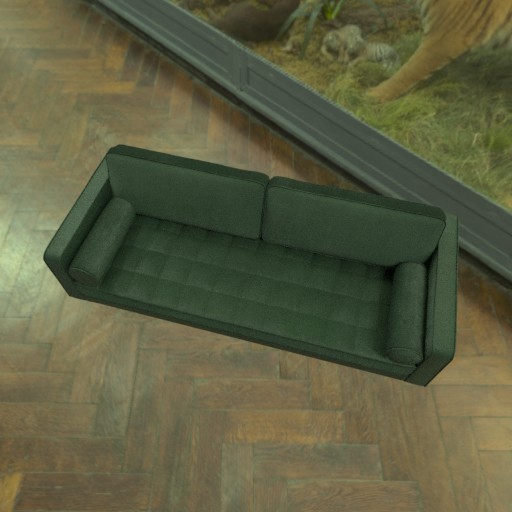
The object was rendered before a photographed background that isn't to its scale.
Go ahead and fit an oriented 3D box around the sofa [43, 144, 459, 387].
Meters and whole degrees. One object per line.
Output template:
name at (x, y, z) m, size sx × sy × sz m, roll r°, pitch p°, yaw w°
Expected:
sofa at (0.000, 0.000, 2.630) m, size 2.199 × 0.769 × 0.918 m, roll 13°, pitch 58°, yaw 8°
